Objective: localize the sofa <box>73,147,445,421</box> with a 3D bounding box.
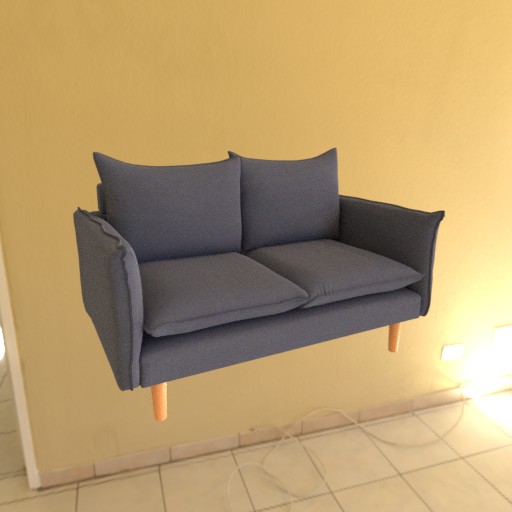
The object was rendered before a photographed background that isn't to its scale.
[{"bbox_3d":[0.000,0.000,1.827,1.300,0.840,0.820,-8,17,-26],"label":"sofa"}]
